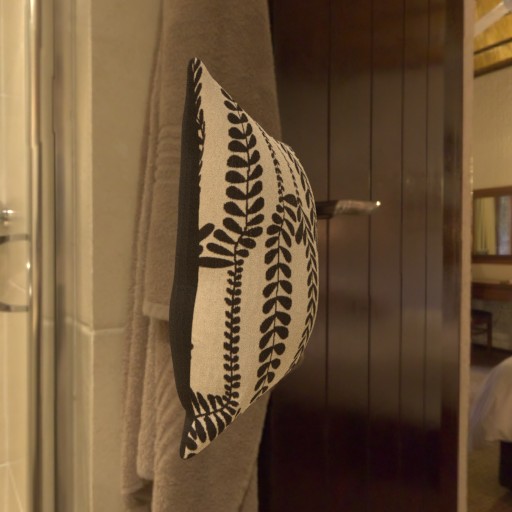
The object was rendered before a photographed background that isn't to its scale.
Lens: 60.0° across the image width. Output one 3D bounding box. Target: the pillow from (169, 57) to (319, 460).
[{"bbox_3d":[0.000,0.000,0.681,0.182,0.441,0.440,0,1,19],"label":"pillow"}]
